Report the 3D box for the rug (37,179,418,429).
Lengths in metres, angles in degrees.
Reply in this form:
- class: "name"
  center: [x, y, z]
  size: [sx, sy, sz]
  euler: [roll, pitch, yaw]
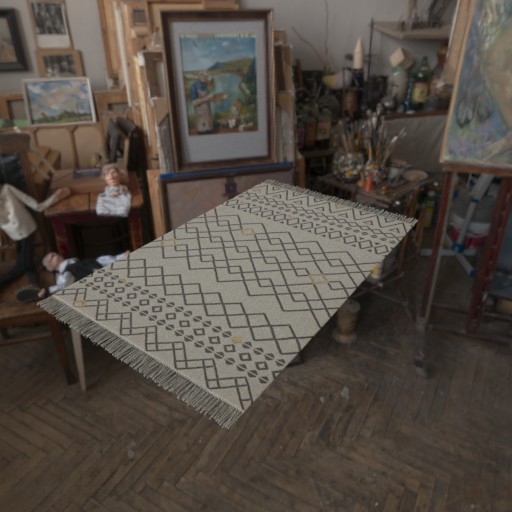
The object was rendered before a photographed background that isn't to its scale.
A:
- class: "rug"
  center: [0.000, 0.000, 3.131]
  size: [1.495, 0.035, 2.472]
  euler: [21, 37, 30]
